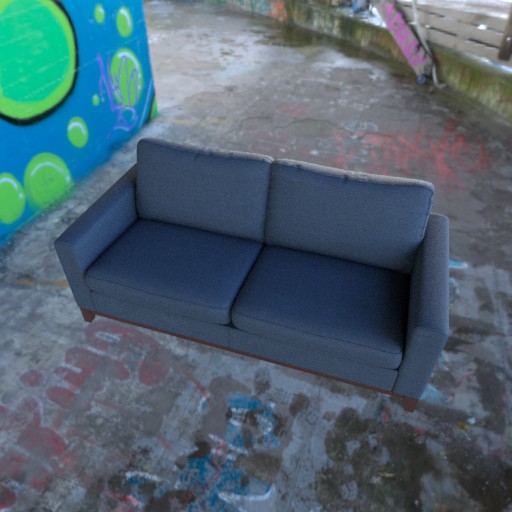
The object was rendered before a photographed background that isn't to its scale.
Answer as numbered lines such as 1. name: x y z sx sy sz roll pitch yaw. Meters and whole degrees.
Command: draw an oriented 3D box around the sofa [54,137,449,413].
1. sofa: 0.000 0.000 2.391 1.900 0.865 0.877 12 43 14
